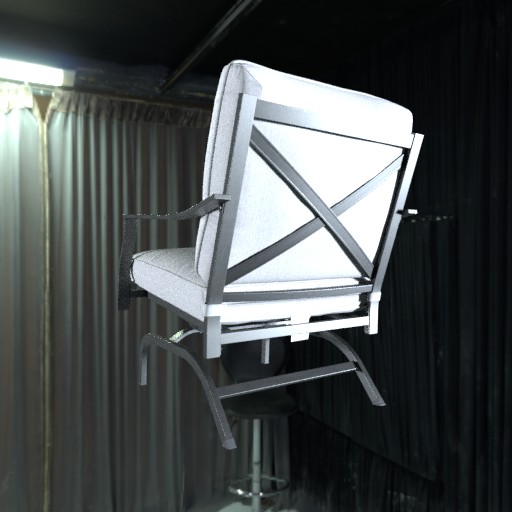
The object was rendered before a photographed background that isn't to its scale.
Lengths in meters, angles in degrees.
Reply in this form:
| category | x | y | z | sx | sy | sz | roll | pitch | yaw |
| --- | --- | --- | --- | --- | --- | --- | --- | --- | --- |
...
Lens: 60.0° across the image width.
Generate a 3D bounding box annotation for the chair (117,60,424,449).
| category | x | y | z | sx | sy | sz | roll | pitch | yaw |
| --- | --- | --- | --- | --- | --- | --- | --- | --- | --- |
| chair | 0.000 | 0.000 | 1.359 | 0.650 | 0.860 | 0.787 | 0 | 1 | -34 |
